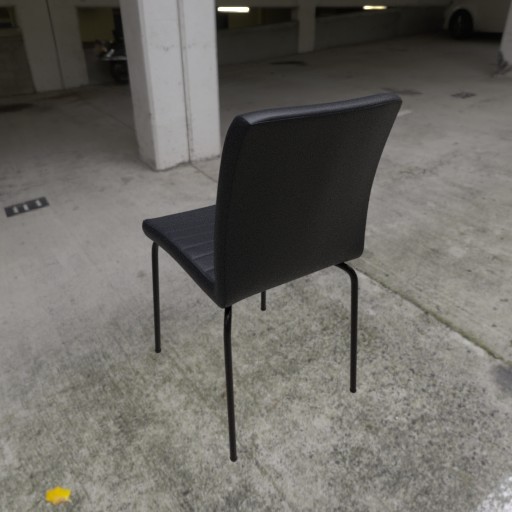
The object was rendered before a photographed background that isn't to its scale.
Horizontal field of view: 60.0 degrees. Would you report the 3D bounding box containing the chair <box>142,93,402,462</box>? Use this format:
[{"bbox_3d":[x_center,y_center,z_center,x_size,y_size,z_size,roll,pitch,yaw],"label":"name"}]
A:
[{"bbox_3d":[0.000,0.000,1.182,0.450,0.872,0.572,-18,34,-28],"label":"chair"}]
